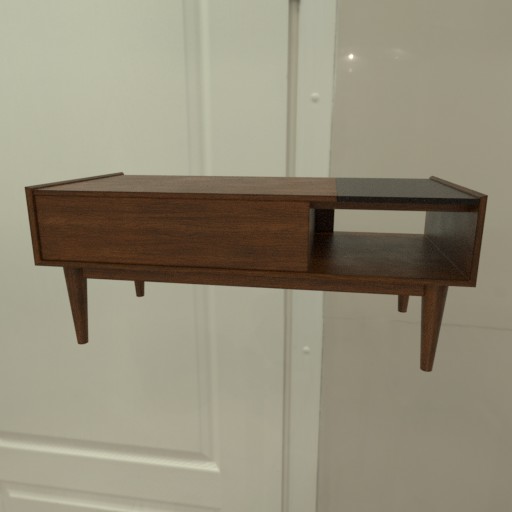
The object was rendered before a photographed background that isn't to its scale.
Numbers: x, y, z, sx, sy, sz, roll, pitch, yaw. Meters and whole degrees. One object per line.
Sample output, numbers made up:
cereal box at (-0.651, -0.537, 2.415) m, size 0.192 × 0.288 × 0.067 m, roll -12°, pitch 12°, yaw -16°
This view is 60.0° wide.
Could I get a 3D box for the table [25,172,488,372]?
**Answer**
table at (0.000, 0.000, 1.507) m, size 1.221 × 0.508 × 0.610 m, roll 2°, pitch 15°, yaw 9°
